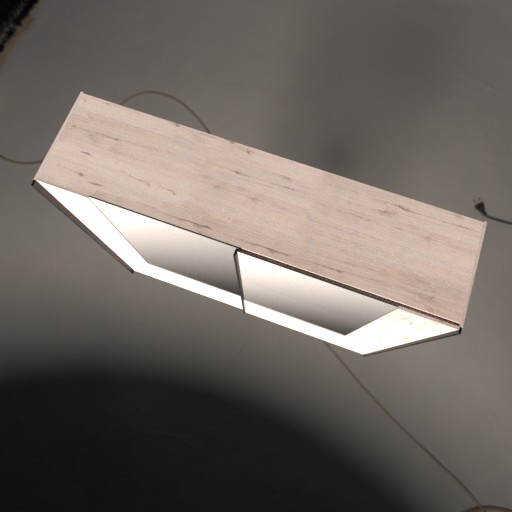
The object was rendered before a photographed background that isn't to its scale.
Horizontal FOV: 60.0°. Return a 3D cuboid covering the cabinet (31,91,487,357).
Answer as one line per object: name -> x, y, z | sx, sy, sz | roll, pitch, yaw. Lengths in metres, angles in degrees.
cabinet -> 0.000, 0.000, 3.547 | 2.500, 2.180, 0.660 | 19, 75, 5
